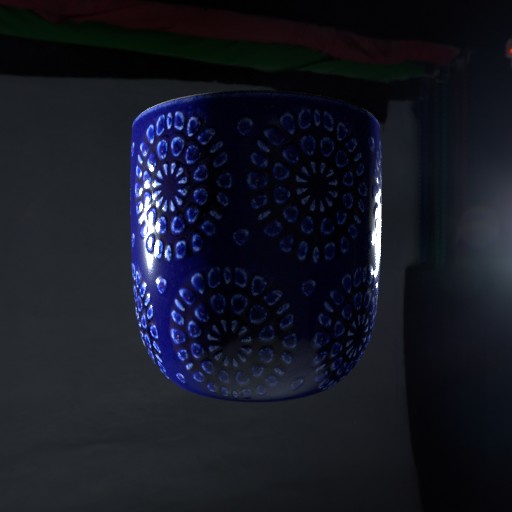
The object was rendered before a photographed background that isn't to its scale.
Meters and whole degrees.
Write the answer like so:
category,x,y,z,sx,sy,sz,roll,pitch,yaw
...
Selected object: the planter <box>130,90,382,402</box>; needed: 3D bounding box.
category,x,y,z,sx,sy,sz,roll,pitch,yaw
planter,0.000,0.000,0.201,0.109,0.112,0.109,0,0,0
